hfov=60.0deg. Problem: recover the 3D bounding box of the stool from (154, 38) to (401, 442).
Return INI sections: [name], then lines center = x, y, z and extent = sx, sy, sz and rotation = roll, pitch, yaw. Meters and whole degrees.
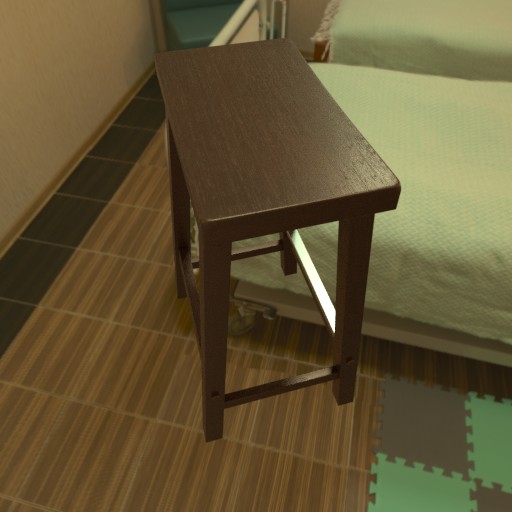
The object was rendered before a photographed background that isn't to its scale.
[stool]
center = 0.000, 0.000, 0.829
extent = 0.322, 0.610, 0.406
rotation = -12, 50, -10
